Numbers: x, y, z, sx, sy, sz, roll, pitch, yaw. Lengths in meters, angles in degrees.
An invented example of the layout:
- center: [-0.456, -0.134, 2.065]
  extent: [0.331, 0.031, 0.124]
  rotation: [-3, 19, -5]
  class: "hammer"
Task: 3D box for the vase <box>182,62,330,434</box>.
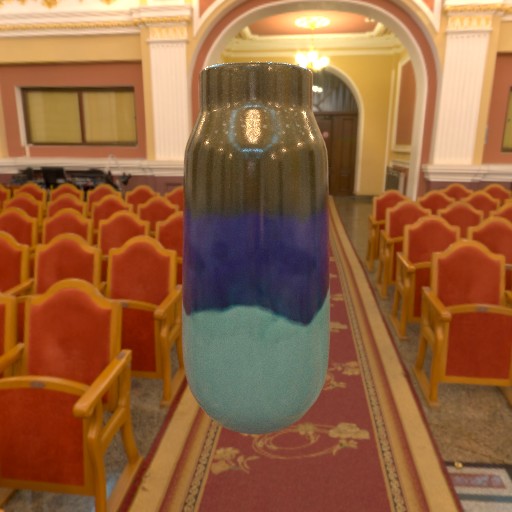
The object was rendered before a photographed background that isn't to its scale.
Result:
- center: [0.000, 0.000, 0.402]
  extent: [0.139, 0.313, 0.139]
  rotation: [0, 14, 0]
  class: "vase"
